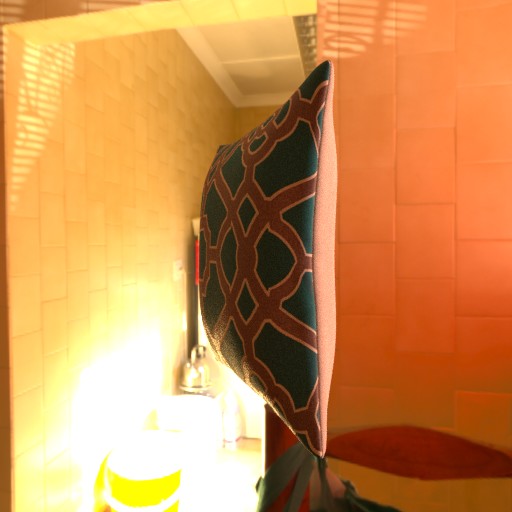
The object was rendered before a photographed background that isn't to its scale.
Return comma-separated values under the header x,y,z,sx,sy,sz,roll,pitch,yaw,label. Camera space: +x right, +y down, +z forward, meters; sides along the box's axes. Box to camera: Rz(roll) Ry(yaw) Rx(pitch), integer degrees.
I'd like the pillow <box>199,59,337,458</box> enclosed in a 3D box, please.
x,y,z,sx,sy,sz,roll,pitch,yaw,label
0.000,0.000,0.806,0.166,0.507,0.526,-1,2,-20,pillow
